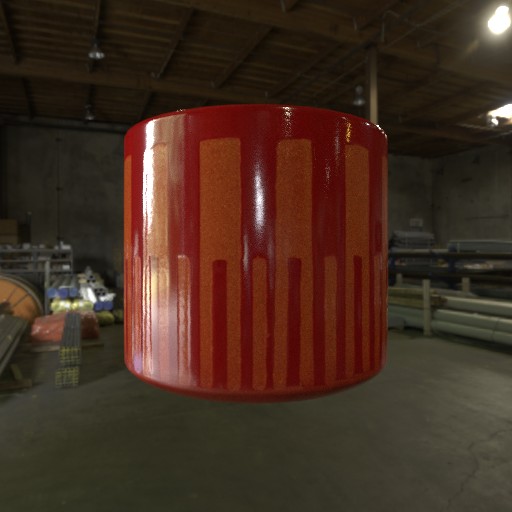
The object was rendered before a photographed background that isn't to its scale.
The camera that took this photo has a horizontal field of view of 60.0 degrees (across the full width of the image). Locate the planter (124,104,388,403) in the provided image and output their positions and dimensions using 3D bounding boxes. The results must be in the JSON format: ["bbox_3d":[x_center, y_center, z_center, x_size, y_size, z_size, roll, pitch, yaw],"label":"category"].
[{"bbox_3d":[0.000,0.000,0.403,0.230,0.202,0.230,0,1,0],"label":"planter"}]
